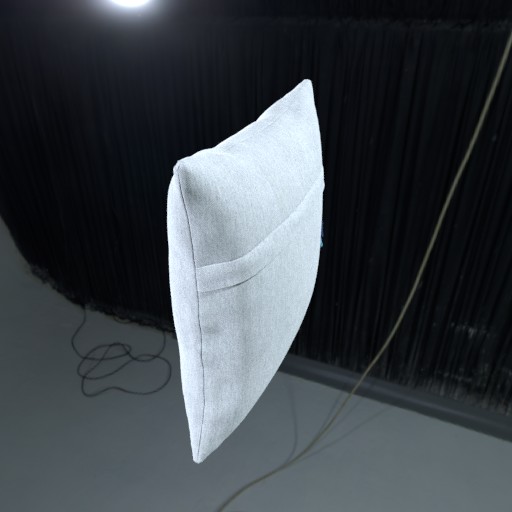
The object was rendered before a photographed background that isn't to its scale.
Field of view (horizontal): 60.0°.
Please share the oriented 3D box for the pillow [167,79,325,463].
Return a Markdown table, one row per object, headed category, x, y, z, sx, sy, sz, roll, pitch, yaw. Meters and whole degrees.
| category | x | y | z | sx | sy | sz | roll | pitch | yaw |
| --- | --- | --- | --- | --- | --- | --- | --- | --- | --- |
| pillow | 0.000 | 0.000 | 0.668 | 0.173 | 0.436 | 0.433 | 11 | 33 | 17 |
